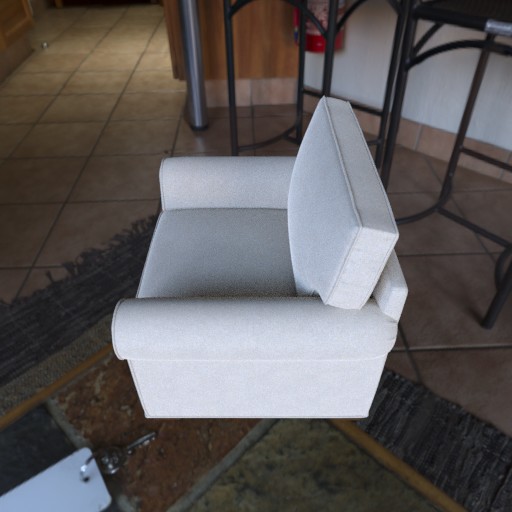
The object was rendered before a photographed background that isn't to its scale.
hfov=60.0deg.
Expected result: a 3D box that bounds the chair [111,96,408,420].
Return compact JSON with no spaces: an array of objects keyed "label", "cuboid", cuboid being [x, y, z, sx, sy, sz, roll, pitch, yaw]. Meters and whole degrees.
[{"label":"chair","cuboid":[0.000,0.000,1.729,0.863,0.955,1.040,0,42,0]}]
